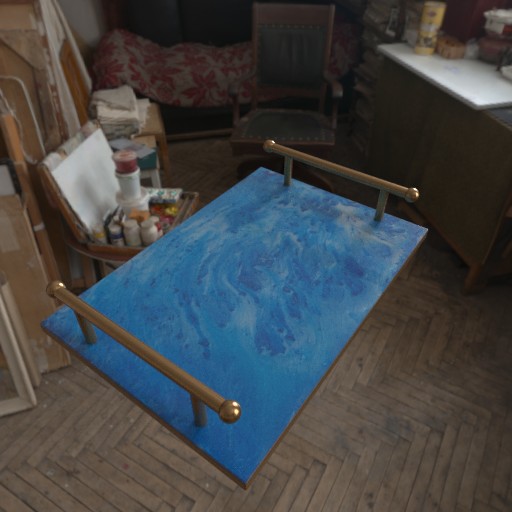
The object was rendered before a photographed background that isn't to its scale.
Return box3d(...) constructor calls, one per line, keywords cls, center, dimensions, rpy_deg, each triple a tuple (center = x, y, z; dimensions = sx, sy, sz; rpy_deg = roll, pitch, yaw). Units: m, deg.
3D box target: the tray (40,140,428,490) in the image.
box3d(cls="tray", center=(0.000, 0.000, 0.567), dimensions=(0.304, 0.084, 0.444), rpy_deg=(26, 48, 26))
